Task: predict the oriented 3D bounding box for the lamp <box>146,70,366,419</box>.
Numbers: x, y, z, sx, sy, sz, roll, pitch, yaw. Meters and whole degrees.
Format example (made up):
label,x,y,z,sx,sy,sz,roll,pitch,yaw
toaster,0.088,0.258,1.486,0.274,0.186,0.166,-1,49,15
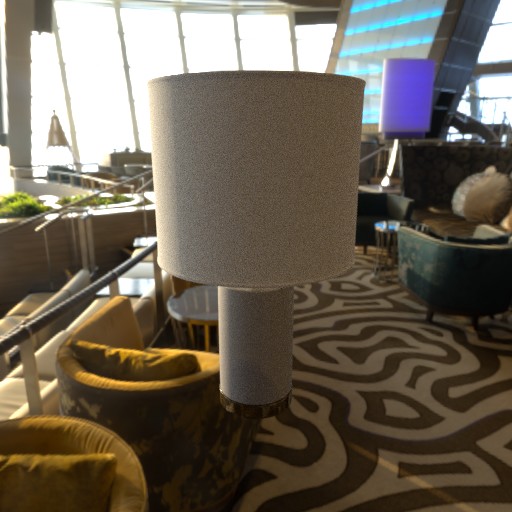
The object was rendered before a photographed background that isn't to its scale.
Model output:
label,x,y,z,sx,sy,sz,roll,pitch,yaw
lamp,0.000,0.000,0.525,0.229,0.380,0.229,0,15,0
